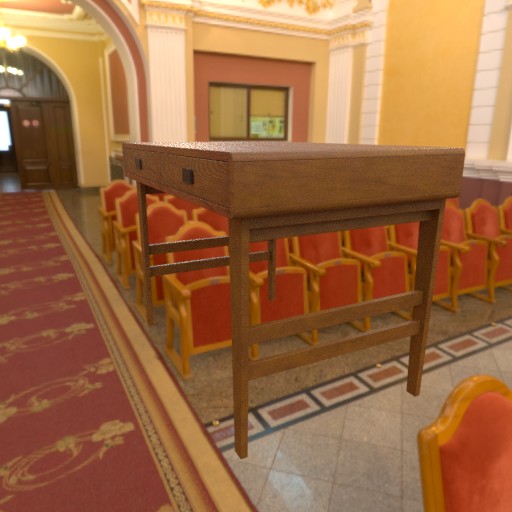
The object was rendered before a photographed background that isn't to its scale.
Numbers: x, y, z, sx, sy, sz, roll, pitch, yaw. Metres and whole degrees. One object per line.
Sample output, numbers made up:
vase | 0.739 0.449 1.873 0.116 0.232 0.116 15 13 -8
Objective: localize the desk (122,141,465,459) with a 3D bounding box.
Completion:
desk | 0.000 0.000 1.546 0.660 0.754 1.066 -8 17 -26
